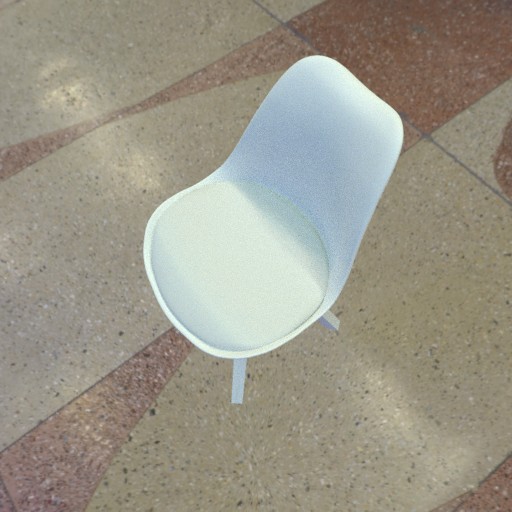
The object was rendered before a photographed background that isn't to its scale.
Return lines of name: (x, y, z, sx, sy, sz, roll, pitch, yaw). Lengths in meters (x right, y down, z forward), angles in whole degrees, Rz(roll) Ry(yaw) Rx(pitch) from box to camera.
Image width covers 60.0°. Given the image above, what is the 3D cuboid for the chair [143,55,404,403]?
chair: (0.000, 0.000, 1.162, 0.550, 0.850, 0.485, -34, 69, -15)
